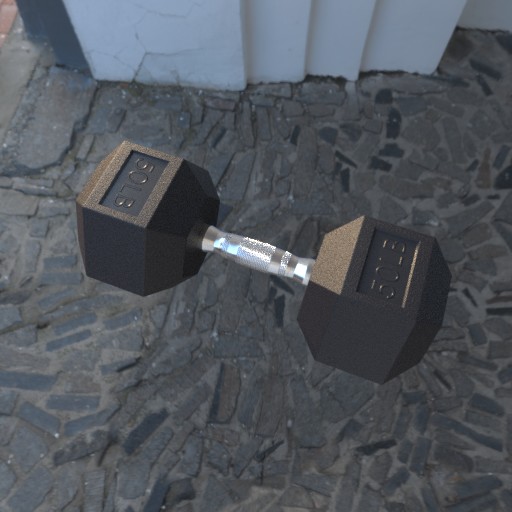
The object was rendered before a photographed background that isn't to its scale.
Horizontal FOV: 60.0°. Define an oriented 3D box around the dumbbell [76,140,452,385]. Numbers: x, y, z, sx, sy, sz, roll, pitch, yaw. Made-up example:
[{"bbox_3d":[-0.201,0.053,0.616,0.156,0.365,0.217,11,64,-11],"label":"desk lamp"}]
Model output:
[{"bbox_3d":[0.000,0.000,0.486,0.384,0.150,0.173,19,66,9],"label":"dumbbell"}]
